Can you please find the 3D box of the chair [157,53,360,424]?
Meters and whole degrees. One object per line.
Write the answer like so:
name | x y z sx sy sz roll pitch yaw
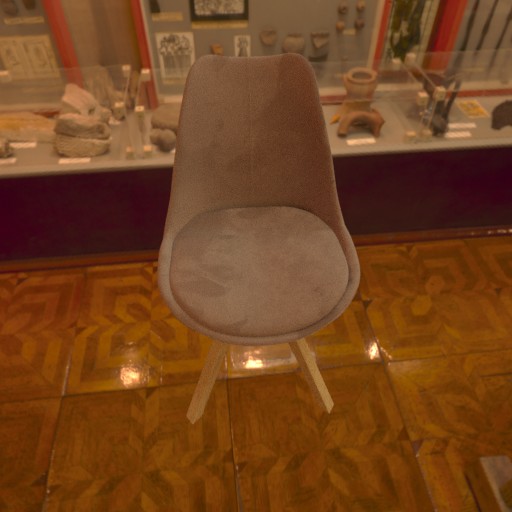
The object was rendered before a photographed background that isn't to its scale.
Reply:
chair | 0.000 0.000 1.175 0.485 0.850 0.550 -3 47 -3
